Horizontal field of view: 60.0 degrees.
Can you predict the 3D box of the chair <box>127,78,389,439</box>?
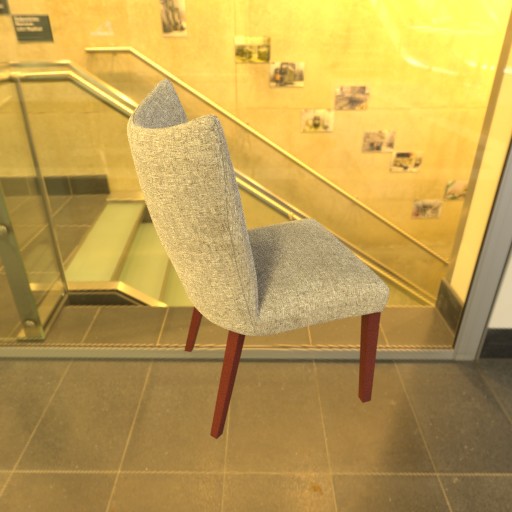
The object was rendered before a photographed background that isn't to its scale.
[{"bbox_3d":[0.000,0.000,1.292,0.623,0.924,0.535,-10,31,-17],"label":"chair"}]
